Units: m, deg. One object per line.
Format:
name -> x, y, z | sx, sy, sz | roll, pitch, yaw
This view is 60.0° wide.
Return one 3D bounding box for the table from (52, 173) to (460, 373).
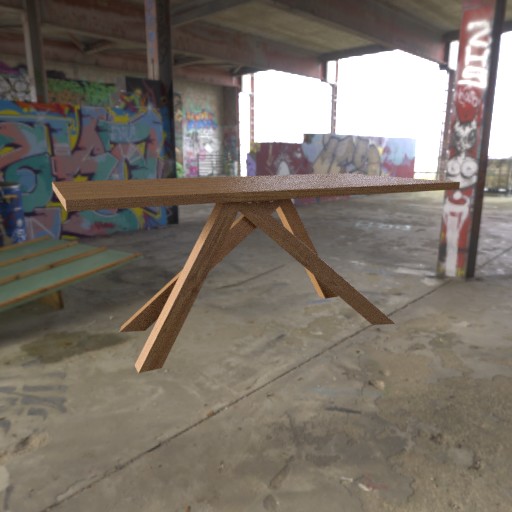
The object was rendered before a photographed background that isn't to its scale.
table -> 0.000, 0.000, 2.271 | 1.797, 0.750, 0.901 | -7, 15, -26
